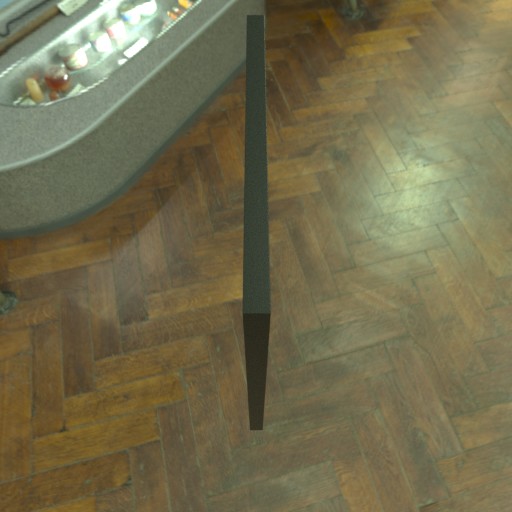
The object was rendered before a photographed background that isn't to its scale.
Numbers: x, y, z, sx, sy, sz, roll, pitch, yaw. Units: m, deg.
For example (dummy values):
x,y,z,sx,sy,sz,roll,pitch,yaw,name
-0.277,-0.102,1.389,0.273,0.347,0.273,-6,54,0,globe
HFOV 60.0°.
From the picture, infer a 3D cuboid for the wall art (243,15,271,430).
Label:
x,y,z,sx,sy,sz,roll,pitch,yaw,name
0.000,0.000,0.530,0.018,0.397,0.325,0,59,0,wall art
